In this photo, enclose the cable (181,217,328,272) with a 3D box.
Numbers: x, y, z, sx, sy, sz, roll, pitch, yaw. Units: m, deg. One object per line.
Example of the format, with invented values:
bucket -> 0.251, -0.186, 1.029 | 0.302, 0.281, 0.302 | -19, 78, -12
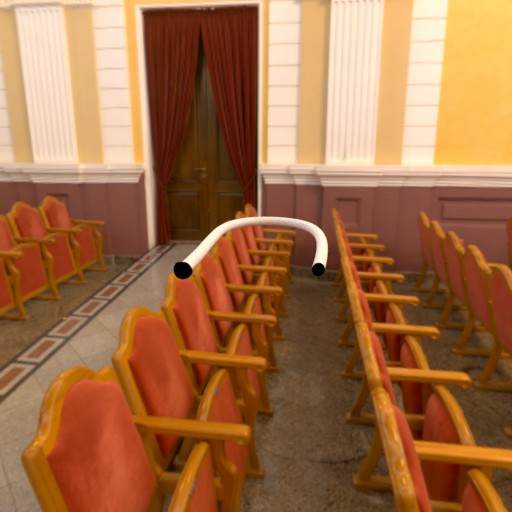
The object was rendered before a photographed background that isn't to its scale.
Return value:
cable -> 0.000, 0.000, 0.111 | 0.040, 0.006, 0.098 | 2, 15, 7
